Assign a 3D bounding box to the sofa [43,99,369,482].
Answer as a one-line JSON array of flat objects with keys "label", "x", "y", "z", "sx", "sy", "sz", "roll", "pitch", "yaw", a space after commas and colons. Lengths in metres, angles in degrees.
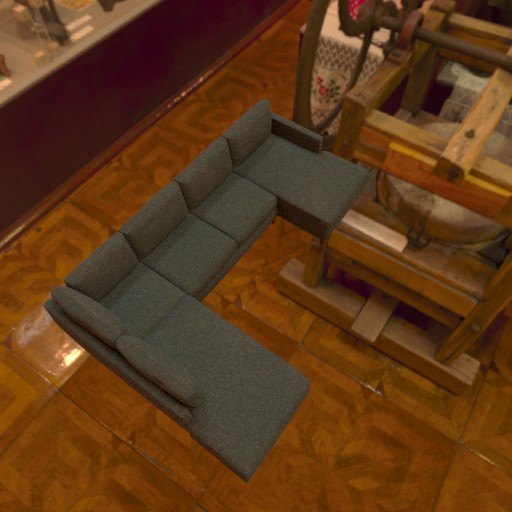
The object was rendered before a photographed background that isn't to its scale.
[{"label": "sofa", "x": 0.000, "y": 0.000, "z": 3.910, "sx": 2.007, "sy": 0.813, "sz": 2.956, "roll": 31, "pitch": 63, "yaw": 18}]
